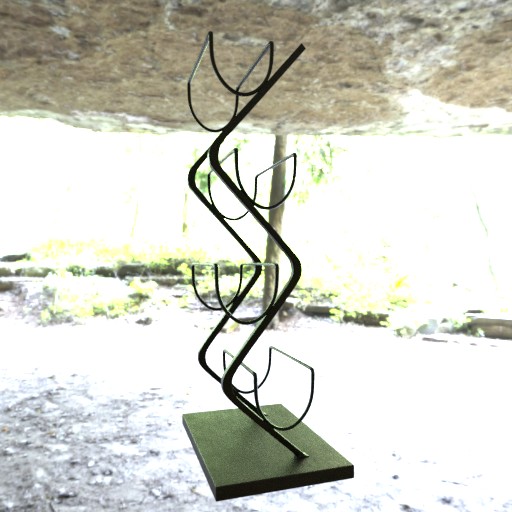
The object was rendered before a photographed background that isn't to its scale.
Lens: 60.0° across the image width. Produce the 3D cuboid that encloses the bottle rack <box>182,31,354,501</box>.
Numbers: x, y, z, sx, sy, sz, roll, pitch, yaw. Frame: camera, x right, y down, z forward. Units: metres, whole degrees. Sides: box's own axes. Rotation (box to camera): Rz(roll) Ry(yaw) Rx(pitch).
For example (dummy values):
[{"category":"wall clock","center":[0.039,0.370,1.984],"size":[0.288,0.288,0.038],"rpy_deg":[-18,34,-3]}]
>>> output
[{"category":"bottle rack","center":[0.000,0.000,0.651],"size":[0.178,0.559,0.254],"rpy_deg":[0,-1,-18]}]
